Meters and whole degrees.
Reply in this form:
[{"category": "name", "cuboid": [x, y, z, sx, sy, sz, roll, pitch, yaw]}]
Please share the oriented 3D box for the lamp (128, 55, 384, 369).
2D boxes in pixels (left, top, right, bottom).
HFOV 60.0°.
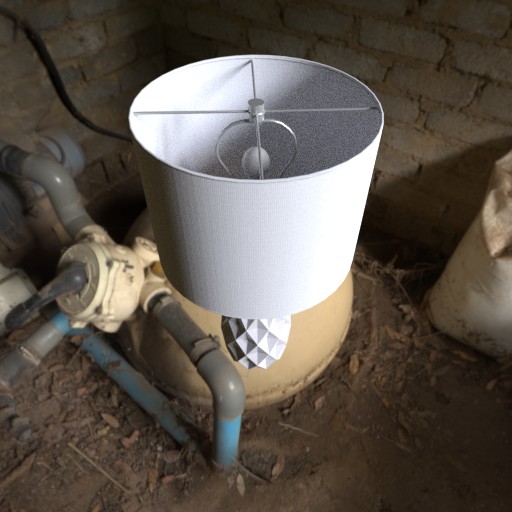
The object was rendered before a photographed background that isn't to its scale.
[{"category": "lamp", "cuboid": [0.000, 0.000, 0.709, 0.297, 0.522, 0.297, 0, 46, 0]}]
